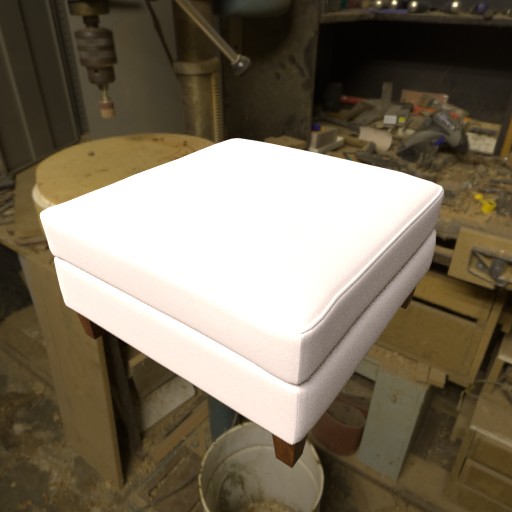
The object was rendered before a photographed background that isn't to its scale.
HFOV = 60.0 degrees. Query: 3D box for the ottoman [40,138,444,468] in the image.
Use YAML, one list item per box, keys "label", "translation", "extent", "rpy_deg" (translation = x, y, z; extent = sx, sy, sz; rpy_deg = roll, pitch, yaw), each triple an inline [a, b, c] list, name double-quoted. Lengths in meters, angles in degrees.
- label: "ottoman"
  translation: [0.000, 0.000, 1.331]
  extent: [0.838, 0.479, 0.838]
  rpy_deg: [21, 37, 30]
